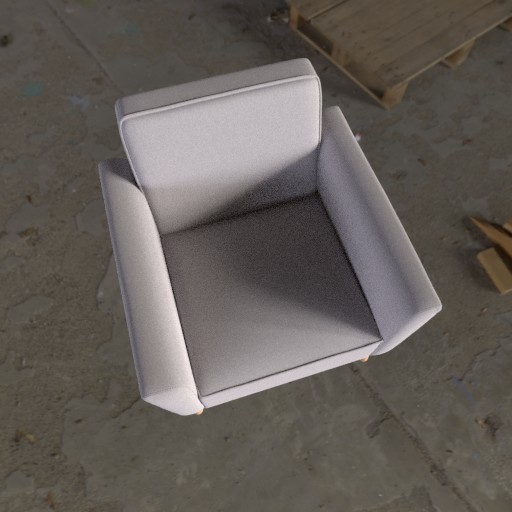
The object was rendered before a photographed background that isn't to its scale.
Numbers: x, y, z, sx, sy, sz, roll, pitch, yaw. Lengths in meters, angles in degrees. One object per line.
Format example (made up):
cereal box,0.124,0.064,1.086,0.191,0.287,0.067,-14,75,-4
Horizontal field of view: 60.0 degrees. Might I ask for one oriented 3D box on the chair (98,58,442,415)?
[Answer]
chair,0.000,0.000,1.387,0.780,0.780,0.750,-15,65,-7
